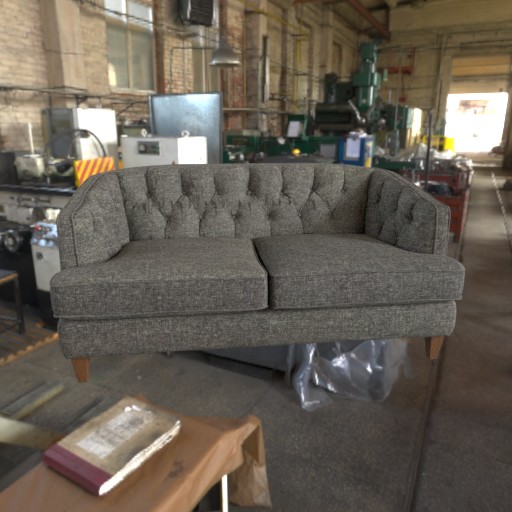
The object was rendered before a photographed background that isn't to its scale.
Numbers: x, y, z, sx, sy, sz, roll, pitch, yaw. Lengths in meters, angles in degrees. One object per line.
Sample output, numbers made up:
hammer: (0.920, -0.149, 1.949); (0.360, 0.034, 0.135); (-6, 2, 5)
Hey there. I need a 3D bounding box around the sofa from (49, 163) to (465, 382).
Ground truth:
sofa: (0.000, 0.000, 2.218); (1.733, 0.855, 0.941); (-2, 16, -7)
